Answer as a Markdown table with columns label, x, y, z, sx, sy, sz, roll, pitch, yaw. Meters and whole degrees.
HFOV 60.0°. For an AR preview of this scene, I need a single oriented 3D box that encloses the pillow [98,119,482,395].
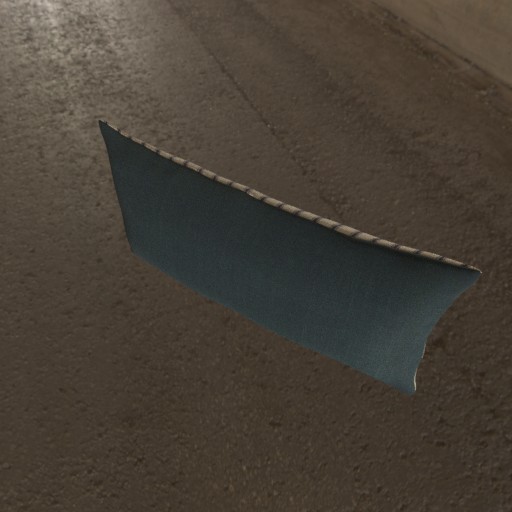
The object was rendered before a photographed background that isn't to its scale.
| label | x | y | z | sx | sy | sz | roll | pitch | yaw |
| --- | --- | --- | --- | --- | --- | --- | --- | --- | --- |
| pillow | 0.000 | 0.000 | 0.720 | 0.609 | 0.305 | 0.151 | 24 | 51 | 21 |
